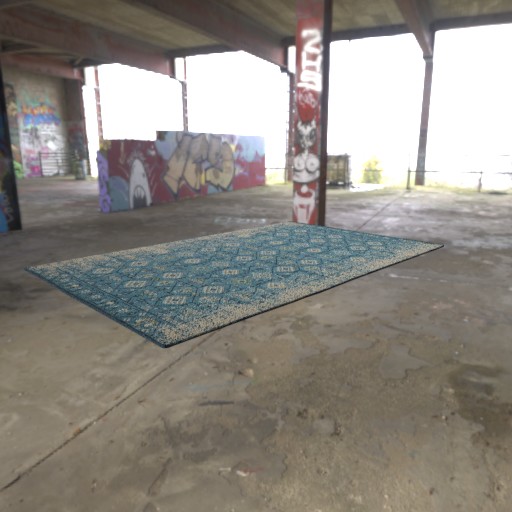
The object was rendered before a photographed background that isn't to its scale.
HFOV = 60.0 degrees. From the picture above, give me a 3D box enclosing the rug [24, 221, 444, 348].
[{"bbox_3d":[0.000,0.000,2.974,2.449,0.015,1.530,-13,19,-43],"label":"rug"}]
